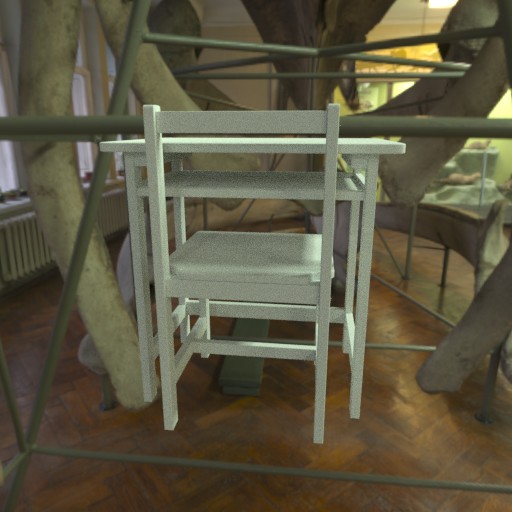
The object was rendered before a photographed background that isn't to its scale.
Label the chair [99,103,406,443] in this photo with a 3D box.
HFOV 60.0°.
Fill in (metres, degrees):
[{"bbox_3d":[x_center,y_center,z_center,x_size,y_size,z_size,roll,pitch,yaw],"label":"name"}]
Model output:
[{"bbox_3d":[0.000,0.000,1.070,0.599,0.673,0.461,2,16,7],"label":"chair"}]
